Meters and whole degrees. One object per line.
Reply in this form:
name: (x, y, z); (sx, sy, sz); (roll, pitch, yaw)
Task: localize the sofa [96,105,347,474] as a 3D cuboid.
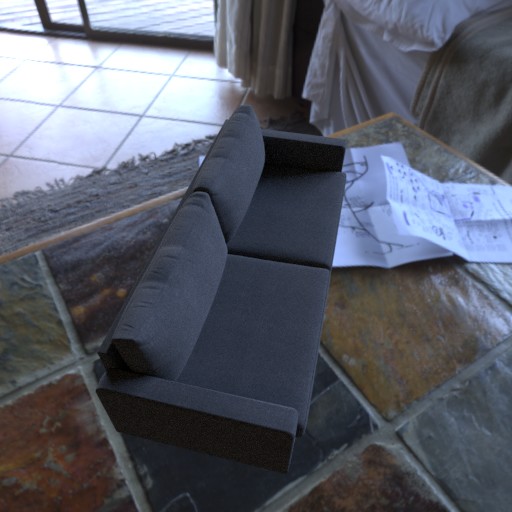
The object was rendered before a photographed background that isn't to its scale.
sofa: (0.000, 0.000, 2.566); (0.880, 0.880, 2.100); (10, 47, 9)
